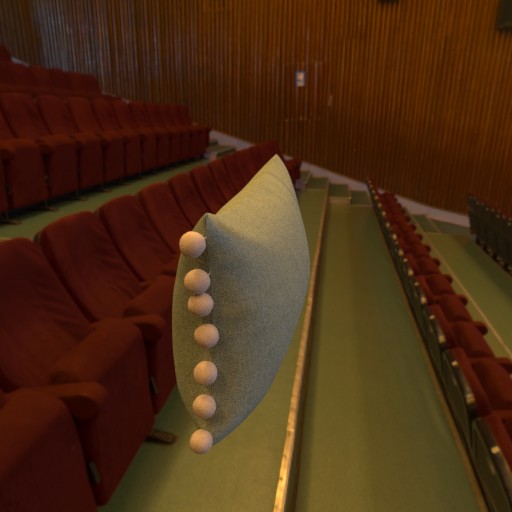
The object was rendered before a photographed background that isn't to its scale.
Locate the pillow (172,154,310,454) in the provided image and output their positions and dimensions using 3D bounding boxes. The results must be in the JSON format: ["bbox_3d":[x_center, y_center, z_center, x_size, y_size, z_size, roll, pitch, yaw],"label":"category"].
[{"bbox_3d":[0.000,0.000,0.828,0.201,0.322,0.709,3,18,9],"label":"pillow"}]
